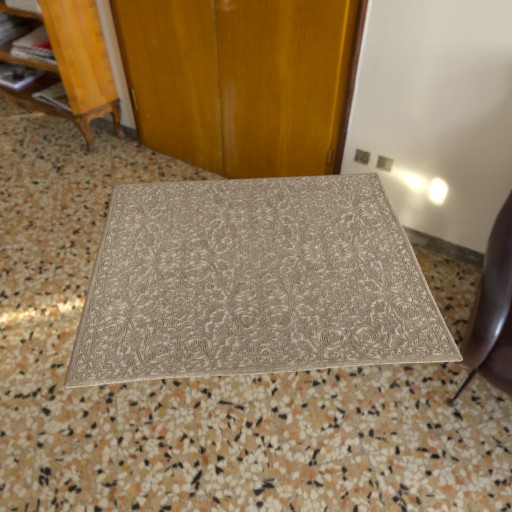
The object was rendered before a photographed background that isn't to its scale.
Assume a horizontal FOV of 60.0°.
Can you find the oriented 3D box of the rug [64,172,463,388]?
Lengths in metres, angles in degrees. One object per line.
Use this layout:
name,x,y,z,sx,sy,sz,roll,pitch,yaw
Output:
rug,0.000,0.000,4.179,3.017,0.035,2.472,-3,46,-3
